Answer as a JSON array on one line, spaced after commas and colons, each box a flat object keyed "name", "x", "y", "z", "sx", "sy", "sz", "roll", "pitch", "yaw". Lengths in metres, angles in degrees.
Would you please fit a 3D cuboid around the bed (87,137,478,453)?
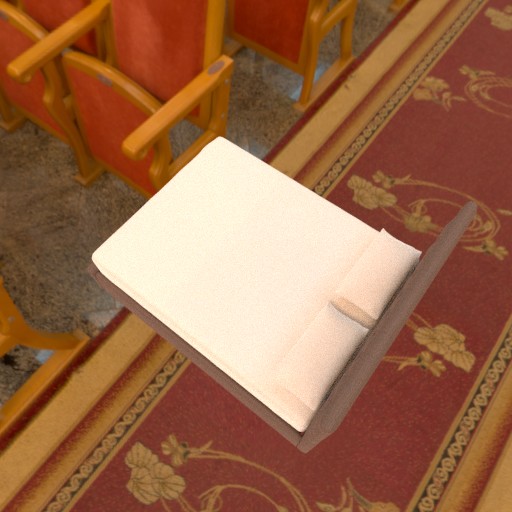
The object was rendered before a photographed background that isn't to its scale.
[{"name": "bed", "x": 0.000, "y": 0.000, "z": 3.366, "sx": 2.233, "sy": 1.426, "sz": 1.696, "roll": 35, "pitch": 68, "yaw": 16}]
